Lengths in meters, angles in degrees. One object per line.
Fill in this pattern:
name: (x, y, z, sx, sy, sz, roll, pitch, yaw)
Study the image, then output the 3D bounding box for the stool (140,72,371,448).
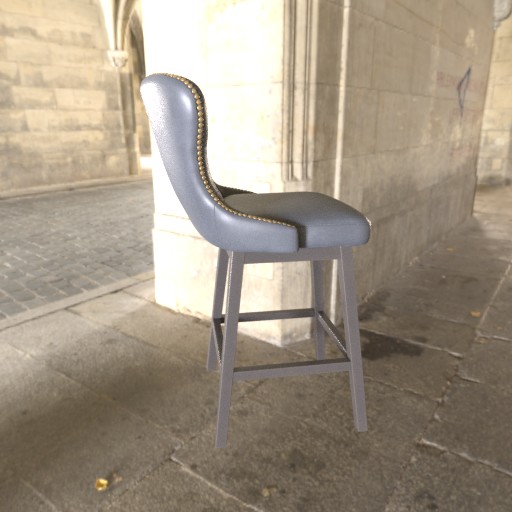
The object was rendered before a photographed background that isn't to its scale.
stool: (0.000, 0.000, 1.309, 0.593, 0.971, 0.528, -3, 17, -9)
